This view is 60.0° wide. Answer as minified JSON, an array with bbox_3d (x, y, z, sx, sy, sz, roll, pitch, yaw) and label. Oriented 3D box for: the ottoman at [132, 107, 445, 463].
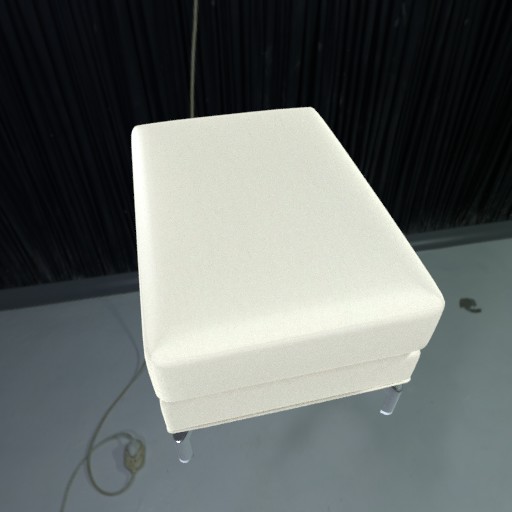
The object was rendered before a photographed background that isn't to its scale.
[{"bbox_3d":[0.000,0.000,1.215,0.581,0.497,0.835,-9,45,-9],"label":"ottoman"}]
